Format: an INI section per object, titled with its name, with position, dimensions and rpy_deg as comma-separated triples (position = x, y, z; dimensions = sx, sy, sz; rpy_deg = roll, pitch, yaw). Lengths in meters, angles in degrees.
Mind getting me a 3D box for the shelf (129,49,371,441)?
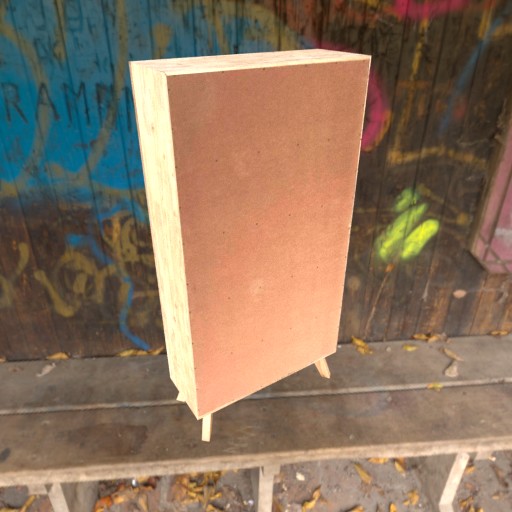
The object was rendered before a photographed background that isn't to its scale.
[shelf]
position = 0.000, 0.000, 1.796
dimensions = 0.748, 1.471, 0.308
rpy_deg = -18, 34, -28
